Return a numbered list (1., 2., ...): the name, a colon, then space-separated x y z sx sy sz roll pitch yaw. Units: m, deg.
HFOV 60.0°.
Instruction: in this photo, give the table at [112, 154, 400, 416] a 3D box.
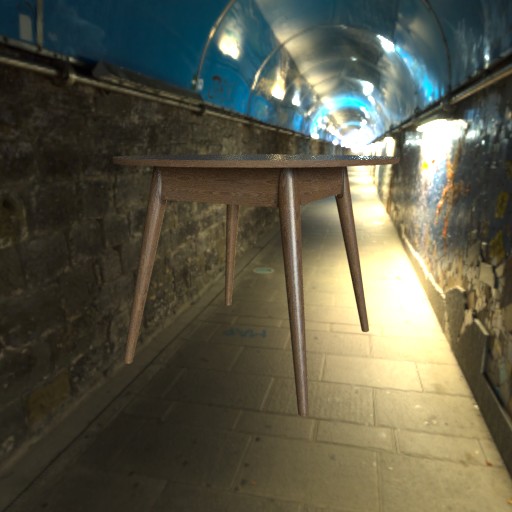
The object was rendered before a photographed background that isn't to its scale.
1. table: 0.000 0.000 1.794 1.053 0.786 1.053 0 14 0
